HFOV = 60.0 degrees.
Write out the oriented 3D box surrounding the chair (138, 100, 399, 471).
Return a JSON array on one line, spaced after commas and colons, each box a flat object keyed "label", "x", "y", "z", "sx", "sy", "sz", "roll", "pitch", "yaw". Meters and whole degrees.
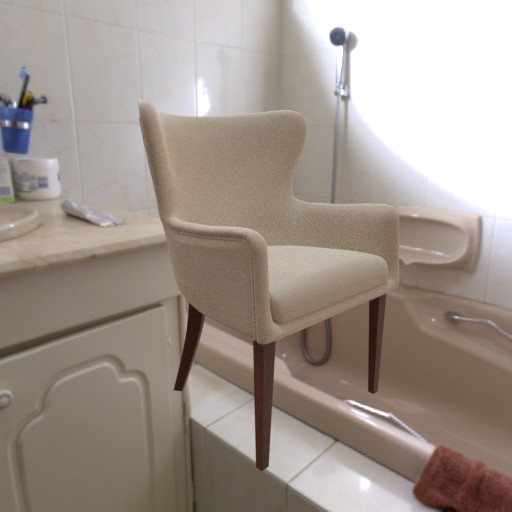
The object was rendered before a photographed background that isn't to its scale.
[{"label": "chair", "x": 0.000, "y": 0.000, "z": 1.517, "sx": 0.696, "sy": 0.990, "sz": 0.744, "roll": -13, "pitch": 20, "yaw": -42}]
